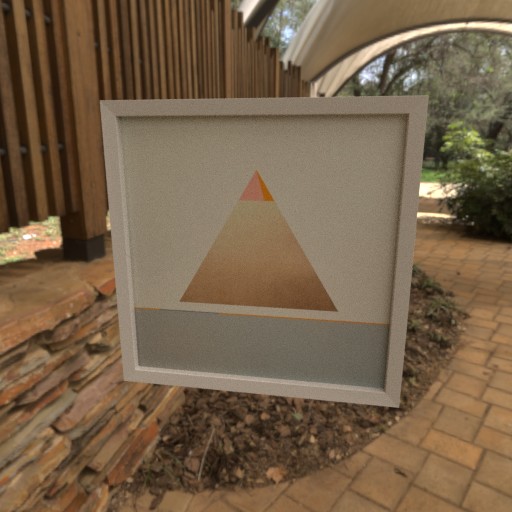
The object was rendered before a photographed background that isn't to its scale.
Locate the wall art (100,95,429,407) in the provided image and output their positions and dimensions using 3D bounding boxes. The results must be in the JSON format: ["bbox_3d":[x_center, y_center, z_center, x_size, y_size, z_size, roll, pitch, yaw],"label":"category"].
[{"bbox_3d":[0.000,0.000,1.930,1.289,1.291,0.098,3,15,10],"label":"wall art"}]
